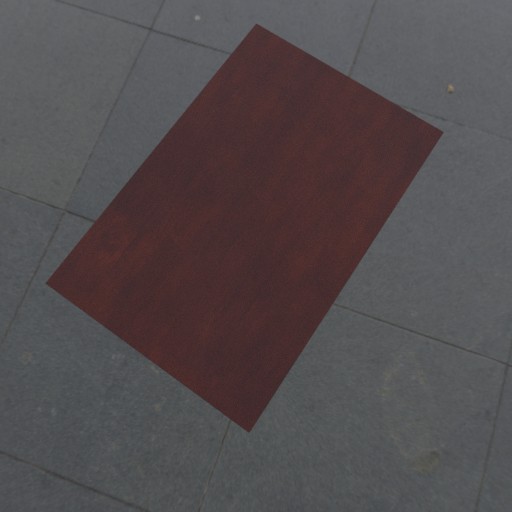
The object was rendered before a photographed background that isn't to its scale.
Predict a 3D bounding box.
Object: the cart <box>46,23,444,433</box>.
[{"bbox_3d":[0.000,0.000,1.246,0.442,0.864,0.683,34,78,8],"label":"cart"}]
